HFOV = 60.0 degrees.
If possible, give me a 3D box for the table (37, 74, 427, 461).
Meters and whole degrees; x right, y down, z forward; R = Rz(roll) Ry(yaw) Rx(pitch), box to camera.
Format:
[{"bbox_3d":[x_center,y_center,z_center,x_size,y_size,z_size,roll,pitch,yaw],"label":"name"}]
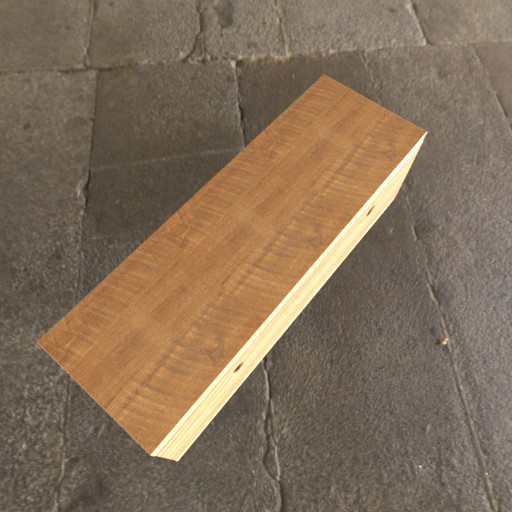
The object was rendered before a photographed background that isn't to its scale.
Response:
[{"bbox_3d":[0.000,0.000,1.761,0.499,0.491,1.499,37,69,17],"label":"table"}]
